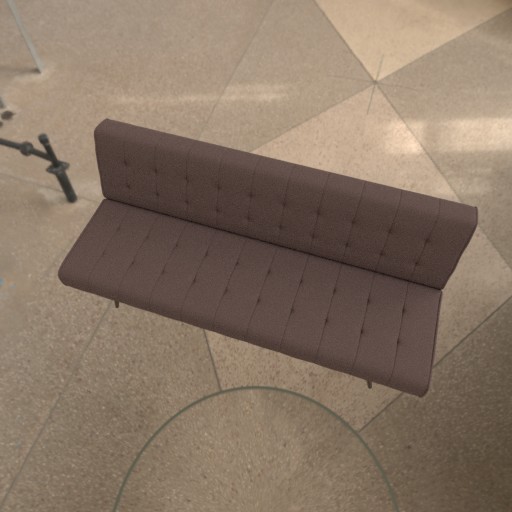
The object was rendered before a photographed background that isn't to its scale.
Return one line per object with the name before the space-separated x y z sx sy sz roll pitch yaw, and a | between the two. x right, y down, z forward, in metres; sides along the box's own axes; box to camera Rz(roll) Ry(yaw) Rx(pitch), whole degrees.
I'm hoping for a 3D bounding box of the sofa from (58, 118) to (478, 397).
sofa | 0.000 0.000 2.070 1.703 0.699 0.747 16 59 10
